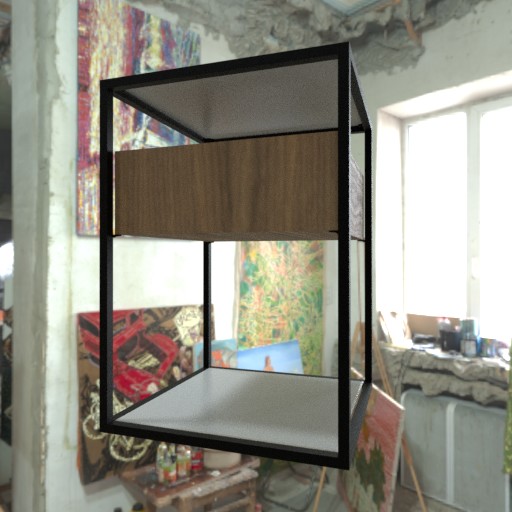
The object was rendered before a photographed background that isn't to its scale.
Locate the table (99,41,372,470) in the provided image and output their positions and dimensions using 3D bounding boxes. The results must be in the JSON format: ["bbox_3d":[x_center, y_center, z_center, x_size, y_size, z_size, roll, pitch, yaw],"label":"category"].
[{"bbox_3d":[0.000,0.000,0.797,0.378,0.540,0.378,0,0,19],"label":"table"}]
